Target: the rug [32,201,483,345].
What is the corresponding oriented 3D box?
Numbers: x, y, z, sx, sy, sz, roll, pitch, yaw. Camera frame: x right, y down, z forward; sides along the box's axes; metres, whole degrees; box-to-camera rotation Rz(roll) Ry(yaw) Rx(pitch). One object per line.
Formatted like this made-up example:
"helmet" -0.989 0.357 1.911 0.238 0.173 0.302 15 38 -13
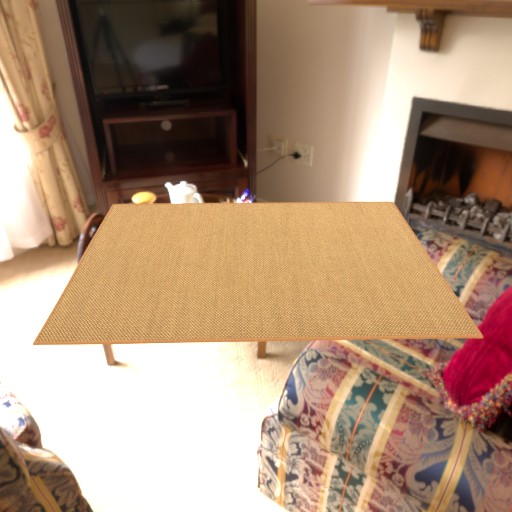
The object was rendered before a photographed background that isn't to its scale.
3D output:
"rug" 0.000 0.000 2.727 2.134 0.013 1.524 -1 32 -1
